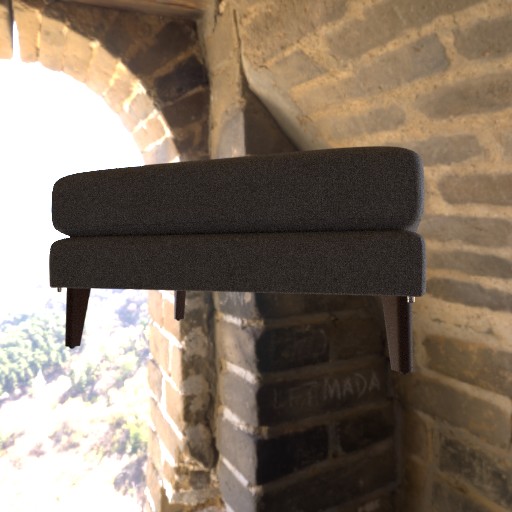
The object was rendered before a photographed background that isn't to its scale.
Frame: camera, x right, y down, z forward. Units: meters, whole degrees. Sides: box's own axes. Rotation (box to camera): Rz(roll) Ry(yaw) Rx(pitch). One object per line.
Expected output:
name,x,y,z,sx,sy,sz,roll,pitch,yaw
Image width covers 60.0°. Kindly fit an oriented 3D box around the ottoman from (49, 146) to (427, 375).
ottoman,0.000,0.000,1.173,0.821,0.441,0.611,0,-1,19
